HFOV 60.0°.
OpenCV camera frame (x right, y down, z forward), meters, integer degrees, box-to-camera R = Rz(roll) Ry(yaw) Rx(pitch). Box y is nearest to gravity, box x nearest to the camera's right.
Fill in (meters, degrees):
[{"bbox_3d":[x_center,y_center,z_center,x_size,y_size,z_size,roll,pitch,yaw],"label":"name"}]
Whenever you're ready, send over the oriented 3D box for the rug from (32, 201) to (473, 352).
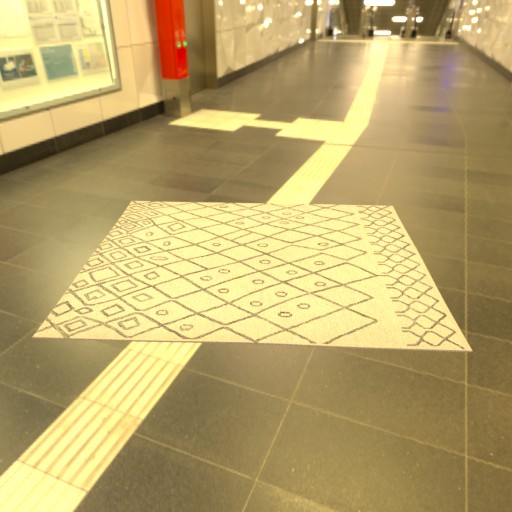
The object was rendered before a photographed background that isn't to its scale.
[{"bbox_3d":[0.000,0.000,4.109,3.046,0.015,2.446,1,30,2],"label":"rug"}]
